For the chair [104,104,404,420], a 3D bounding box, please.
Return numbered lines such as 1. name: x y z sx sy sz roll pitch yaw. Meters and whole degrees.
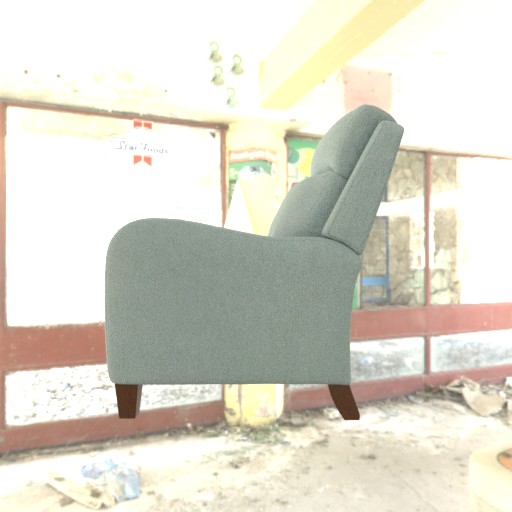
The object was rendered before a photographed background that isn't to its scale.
1. chair: 0.000 0.000 1.795 0.988 1.067 0.785 0 -1 0
